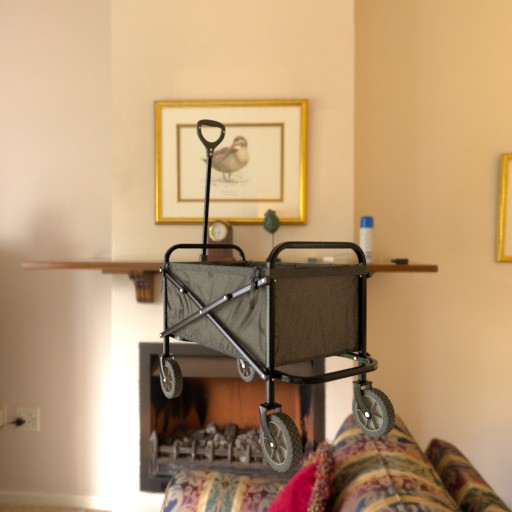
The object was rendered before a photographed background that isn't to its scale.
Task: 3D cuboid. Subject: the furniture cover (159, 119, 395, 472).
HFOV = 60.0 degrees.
[{"bbox_3d":[0.000,0.000,1.833,0.532,1.295,1.038,-1,1,-35],"label":"furniture cover"}]
